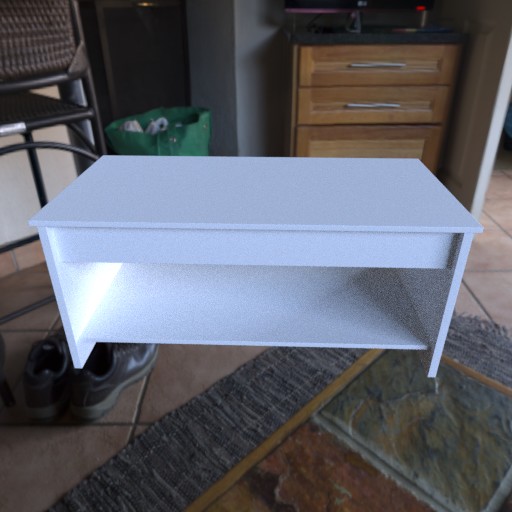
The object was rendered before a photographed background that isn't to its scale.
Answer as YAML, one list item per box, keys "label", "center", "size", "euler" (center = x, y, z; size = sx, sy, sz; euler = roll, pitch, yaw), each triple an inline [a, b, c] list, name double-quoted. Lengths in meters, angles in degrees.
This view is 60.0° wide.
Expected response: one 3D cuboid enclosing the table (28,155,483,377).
- label: "table"
  center: [0.000, 0.000, 1.296]
  size: [1.000, 0.441, 0.500]
  euler: [1, 29, 2]
